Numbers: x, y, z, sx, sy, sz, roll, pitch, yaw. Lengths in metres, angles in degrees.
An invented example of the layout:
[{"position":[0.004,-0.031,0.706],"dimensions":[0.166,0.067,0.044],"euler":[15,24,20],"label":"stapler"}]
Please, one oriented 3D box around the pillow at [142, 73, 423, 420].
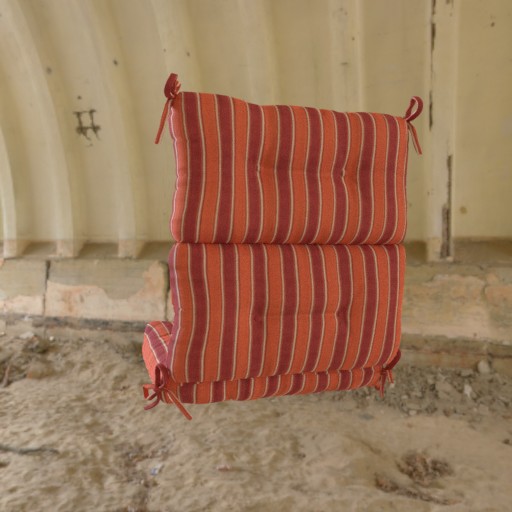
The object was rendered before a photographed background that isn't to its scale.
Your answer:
[{"position":[0.000,0.000,1.015],"dimensions":[0.519,0.605,0.571],"euler":[0,0,-18],"label":"pillow"}]
